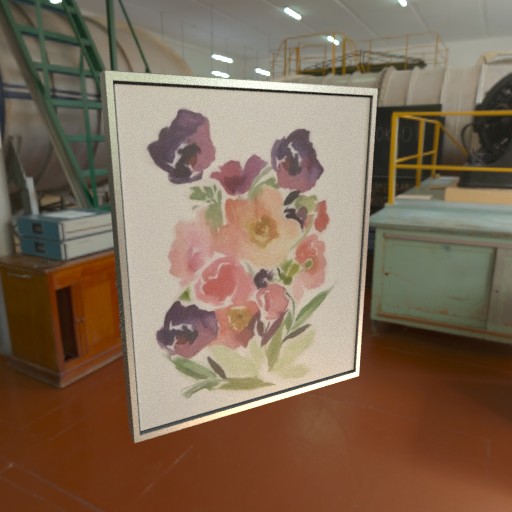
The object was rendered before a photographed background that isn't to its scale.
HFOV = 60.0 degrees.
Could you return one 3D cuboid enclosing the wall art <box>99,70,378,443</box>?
[{"bbox_3d":[0.000,0.000,0.746,0.452,0.549,0.038,-7,16,-26],"label":"wall art"}]
